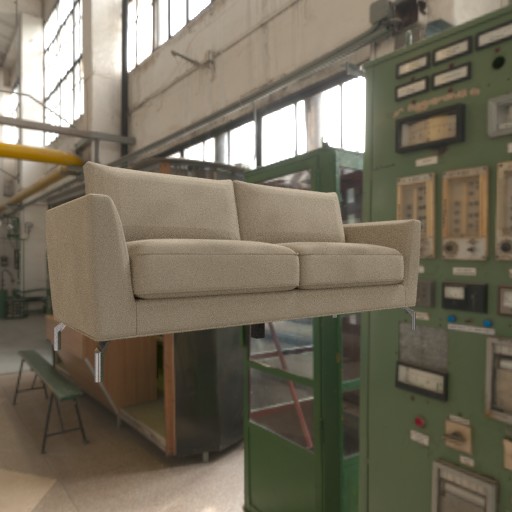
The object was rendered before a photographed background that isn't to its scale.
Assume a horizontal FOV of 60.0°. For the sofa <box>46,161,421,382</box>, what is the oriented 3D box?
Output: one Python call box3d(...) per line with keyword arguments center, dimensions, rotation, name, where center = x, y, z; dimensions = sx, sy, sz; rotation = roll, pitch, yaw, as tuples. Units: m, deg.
box3d(center=(0.000, 0.000, 2.707), dimensions=(2.214, 1.005, 0.868), rotation=(0, 0, -36), name="sofa")
